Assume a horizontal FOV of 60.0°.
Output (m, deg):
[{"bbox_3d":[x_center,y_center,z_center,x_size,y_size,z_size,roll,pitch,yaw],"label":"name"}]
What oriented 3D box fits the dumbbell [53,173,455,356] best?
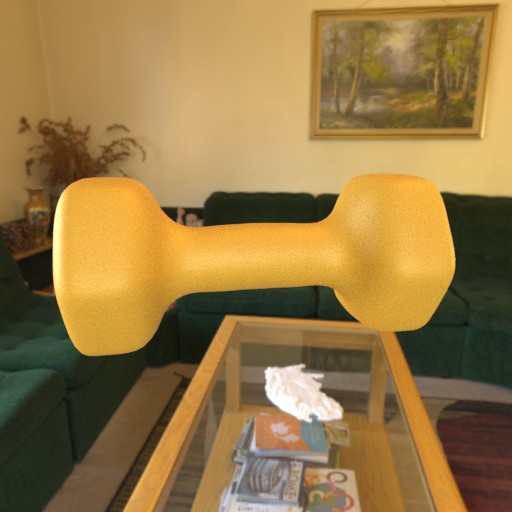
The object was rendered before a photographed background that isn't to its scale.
[{"bbox_3d":[0.000,0.000,0.231,0.190,0.082,0.090,-2,15,-10],"label":"dumbbell"}]
